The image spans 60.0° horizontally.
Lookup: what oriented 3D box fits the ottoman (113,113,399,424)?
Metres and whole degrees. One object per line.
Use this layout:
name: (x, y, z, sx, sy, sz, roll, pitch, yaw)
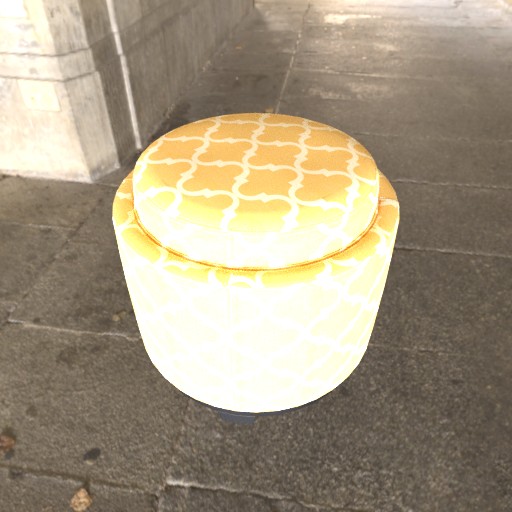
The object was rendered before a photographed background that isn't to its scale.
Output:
ottoman: (0.000, 0.000, 0.841, 0.480, 0.429, 0.480, 0, 40, 0)
